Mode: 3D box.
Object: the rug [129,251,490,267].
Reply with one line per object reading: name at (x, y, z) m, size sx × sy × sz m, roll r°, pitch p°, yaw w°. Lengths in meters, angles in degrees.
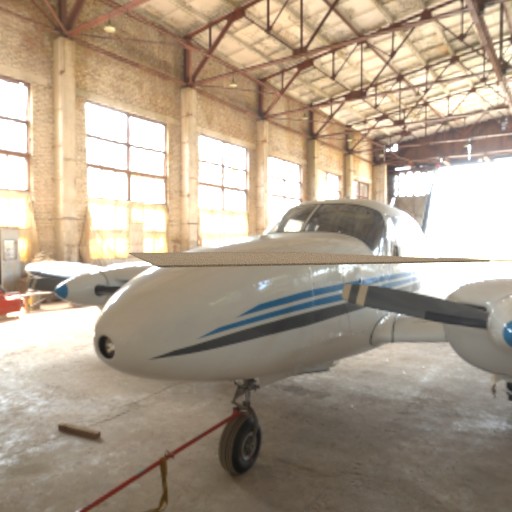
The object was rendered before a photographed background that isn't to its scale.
rug at (0.000, 0.000, 2.201) m, size 1.142 × 0.006 × 1.752 m, roll -1°, pitch 2°, yaw -18°
